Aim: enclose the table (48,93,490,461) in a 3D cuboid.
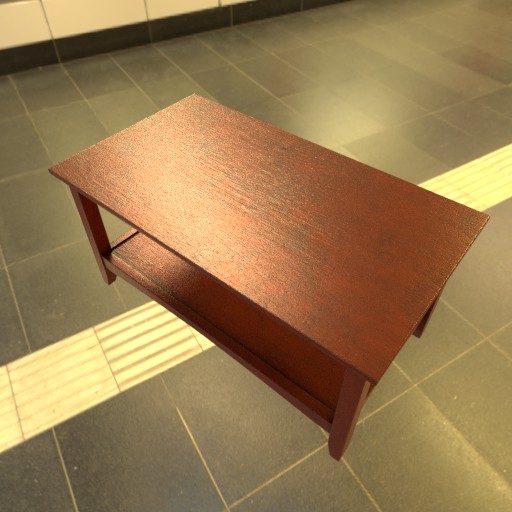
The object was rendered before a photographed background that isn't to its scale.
[{"bbox_3d":[0.000,0.000,1.233,0.943,0.456,0.533,30,53,26],"label":"table"}]
